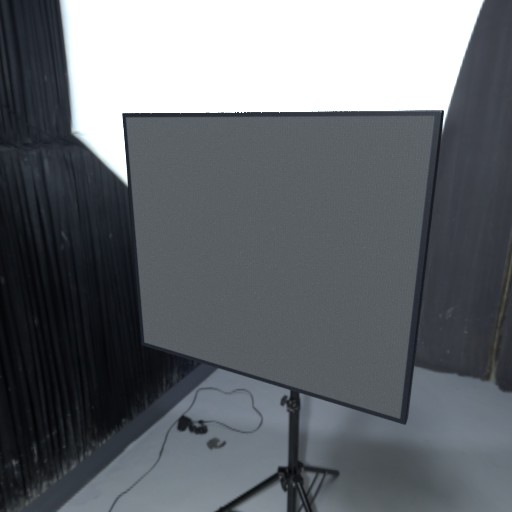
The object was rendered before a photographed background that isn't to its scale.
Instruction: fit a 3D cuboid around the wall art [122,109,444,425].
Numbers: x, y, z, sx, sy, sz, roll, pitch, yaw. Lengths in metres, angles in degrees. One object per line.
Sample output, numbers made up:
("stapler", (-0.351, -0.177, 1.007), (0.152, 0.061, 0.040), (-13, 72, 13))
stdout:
("wall art", (0.000, 0.000, 0.726), (0.521, 0.450, 0.018), (9, 19, 27))
